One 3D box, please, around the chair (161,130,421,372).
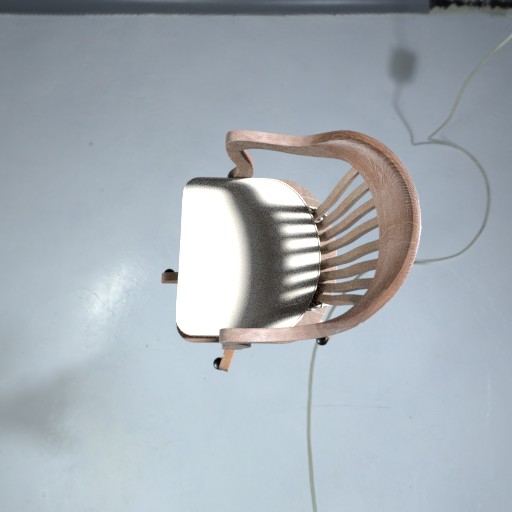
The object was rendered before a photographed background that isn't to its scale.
[{"bbox_3d":[0.000,0.000,1.483,0.788,0.878,0.750,1,75,0],"label":"chair"}]
